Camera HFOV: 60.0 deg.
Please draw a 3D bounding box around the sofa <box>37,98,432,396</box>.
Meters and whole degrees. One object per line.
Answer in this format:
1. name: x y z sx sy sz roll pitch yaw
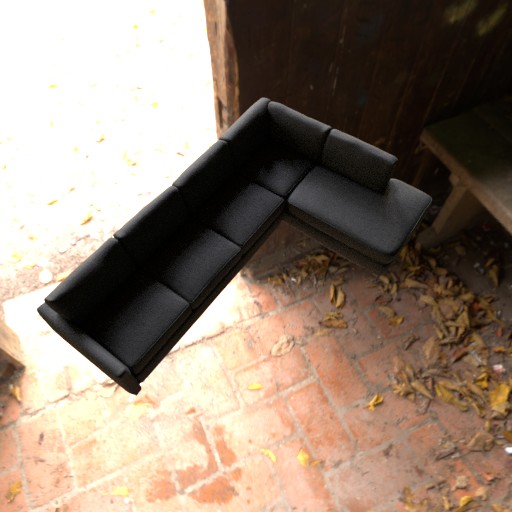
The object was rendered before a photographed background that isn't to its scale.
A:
1. sofa: 0.000 0.000 3.824 1.984 0.858 2.972 32 62 19
